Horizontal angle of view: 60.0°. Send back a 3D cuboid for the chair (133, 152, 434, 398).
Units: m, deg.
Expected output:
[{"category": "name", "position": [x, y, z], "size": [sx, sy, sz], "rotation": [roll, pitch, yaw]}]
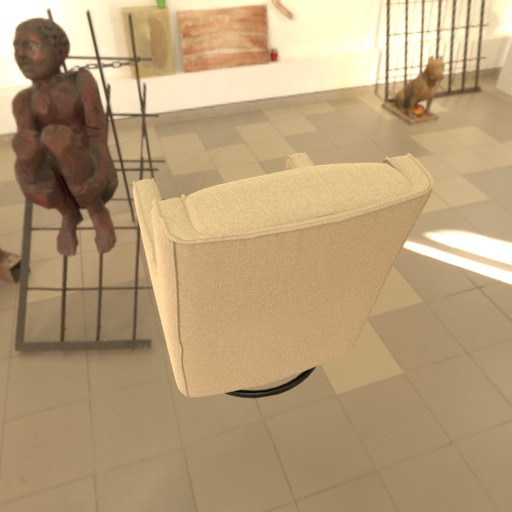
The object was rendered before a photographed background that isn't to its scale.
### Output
[{"category": "chair", "position": [0.000, 0.000, 1.577], "size": [0.732, 0.993, 0.879], "rotation": [-13, 43, -14]}]
